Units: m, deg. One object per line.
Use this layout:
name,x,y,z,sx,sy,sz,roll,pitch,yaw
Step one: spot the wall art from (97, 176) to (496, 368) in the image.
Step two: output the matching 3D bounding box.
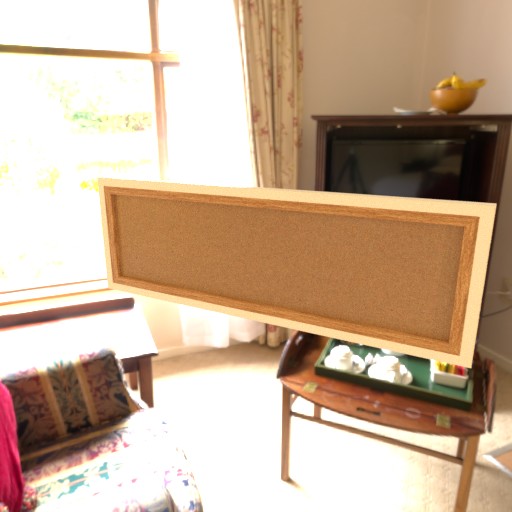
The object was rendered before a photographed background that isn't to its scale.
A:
wall art,0.000,0.000,1.651,1.520,0.507,0.044,8,18,26
